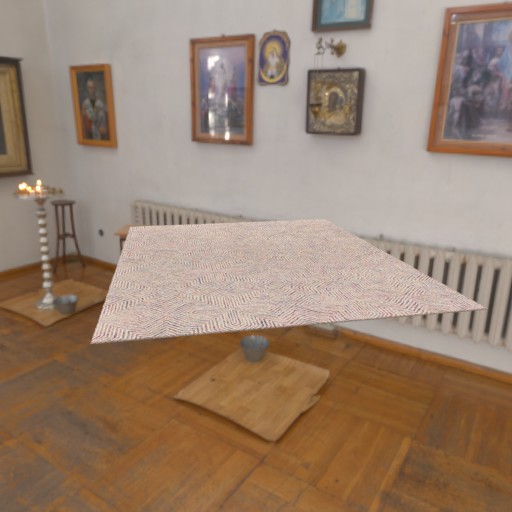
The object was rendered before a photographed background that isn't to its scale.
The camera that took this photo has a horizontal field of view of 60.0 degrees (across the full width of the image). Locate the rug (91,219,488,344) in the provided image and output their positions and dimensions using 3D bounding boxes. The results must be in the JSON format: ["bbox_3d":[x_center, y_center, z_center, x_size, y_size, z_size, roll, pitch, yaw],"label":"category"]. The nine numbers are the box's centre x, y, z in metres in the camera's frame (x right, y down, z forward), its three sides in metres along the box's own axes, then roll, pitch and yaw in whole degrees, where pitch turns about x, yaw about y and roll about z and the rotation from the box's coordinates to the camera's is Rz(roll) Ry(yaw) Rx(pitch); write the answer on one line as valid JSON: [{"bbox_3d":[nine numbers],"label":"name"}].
[{"bbox_3d":[0.000,0.000,4.063,2.442,0.008,3.046,-3,16,-11],"label":"rug"}]
